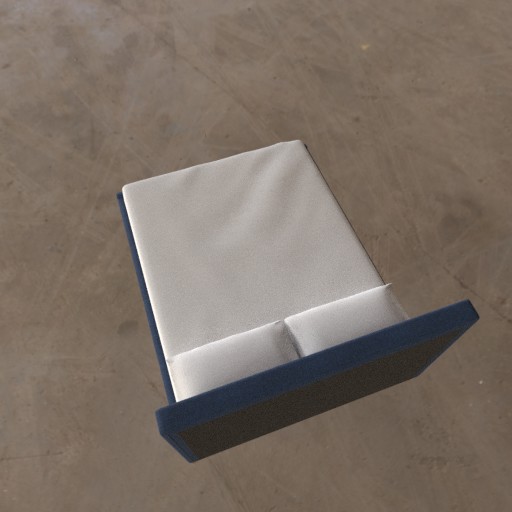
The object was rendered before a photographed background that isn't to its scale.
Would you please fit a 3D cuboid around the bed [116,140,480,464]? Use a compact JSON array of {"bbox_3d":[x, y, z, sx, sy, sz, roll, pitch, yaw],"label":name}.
[{"bbox_3d":[0.000,0.000,3.171,1.723,1.231,2.172,-17,60,-10],"label":"bed"}]
